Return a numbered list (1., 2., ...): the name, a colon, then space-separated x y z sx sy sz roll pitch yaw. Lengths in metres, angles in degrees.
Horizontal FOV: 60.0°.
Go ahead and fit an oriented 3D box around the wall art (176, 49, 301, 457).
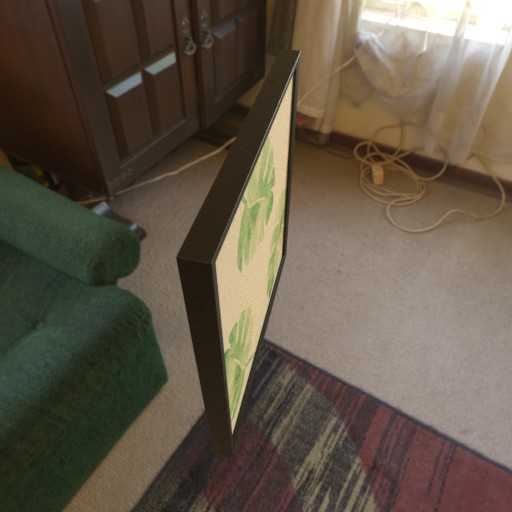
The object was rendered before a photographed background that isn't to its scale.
1. wall art: 0.000 0.000 0.773 0.036 0.508 0.508 10 47 9
